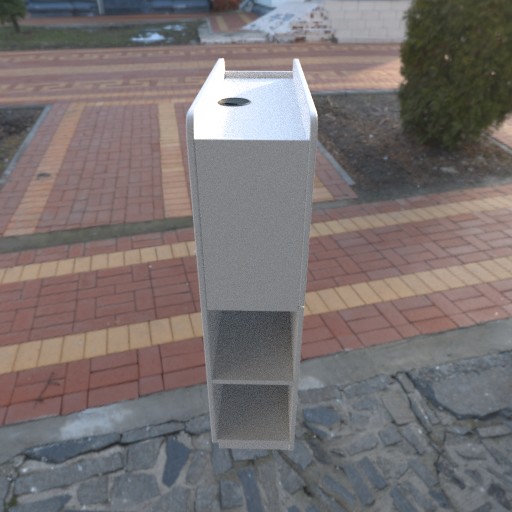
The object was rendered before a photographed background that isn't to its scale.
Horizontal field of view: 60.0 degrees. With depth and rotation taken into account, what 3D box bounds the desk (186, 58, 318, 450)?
[{"bbox_3d":[0.000,0.000,1.570,0.278,1.190,0.795,1,32,1],"label":"desk"}]
